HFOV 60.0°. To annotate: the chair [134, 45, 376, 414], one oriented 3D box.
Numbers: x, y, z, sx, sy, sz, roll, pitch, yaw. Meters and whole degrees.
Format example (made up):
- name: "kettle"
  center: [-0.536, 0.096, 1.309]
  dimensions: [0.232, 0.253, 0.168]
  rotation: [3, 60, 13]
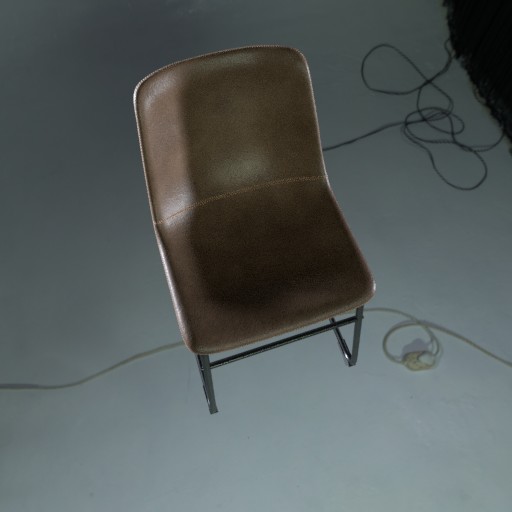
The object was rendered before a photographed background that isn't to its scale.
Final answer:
- name: "chair"
  center: [0.000, 0.000, 1.104]
  dimensions: [0.460, 0.780, 0.551]
  rotation: [-16, 64, -8]
